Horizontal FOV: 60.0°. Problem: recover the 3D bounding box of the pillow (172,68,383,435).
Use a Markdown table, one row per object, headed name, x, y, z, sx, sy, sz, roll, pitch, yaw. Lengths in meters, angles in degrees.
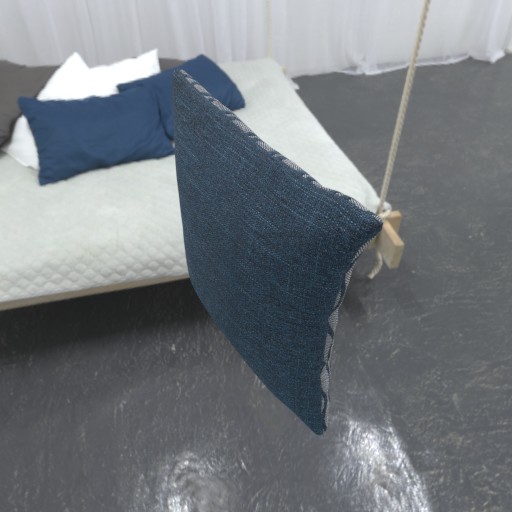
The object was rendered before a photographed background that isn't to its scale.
| name | x | y | z | sx | sy | sz | roll | pitch | yaw |
| --- | --- | --- | --- | --- | --- | --- | --- | --- | --- |
| pillow | 0.000 | 0.000 | 0.675 | 0.159 | 0.435 | 0.435 | -24 | 48 | -24 |
